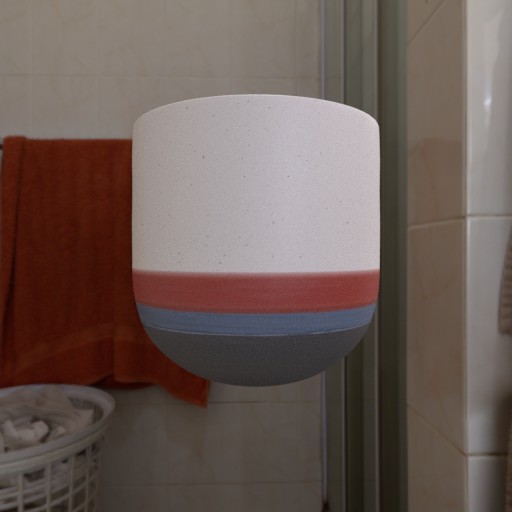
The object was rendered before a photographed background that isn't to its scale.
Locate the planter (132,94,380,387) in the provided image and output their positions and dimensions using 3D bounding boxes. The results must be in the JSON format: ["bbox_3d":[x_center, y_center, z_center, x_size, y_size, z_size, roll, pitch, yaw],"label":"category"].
[{"bbox_3d":[0.000,0.000,0.498,0.268,0.270,0.268,0,1,0],"label":"planter"}]
